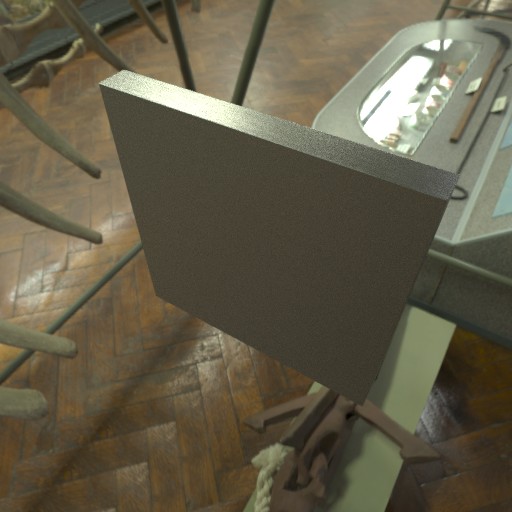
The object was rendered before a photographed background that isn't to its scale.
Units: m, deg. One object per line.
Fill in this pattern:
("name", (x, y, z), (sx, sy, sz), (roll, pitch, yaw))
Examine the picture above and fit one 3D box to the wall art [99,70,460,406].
("wall art", (0.000, 0.000, 0.524), (0.350, 0.350, 0.038), (24, 52, 21))
